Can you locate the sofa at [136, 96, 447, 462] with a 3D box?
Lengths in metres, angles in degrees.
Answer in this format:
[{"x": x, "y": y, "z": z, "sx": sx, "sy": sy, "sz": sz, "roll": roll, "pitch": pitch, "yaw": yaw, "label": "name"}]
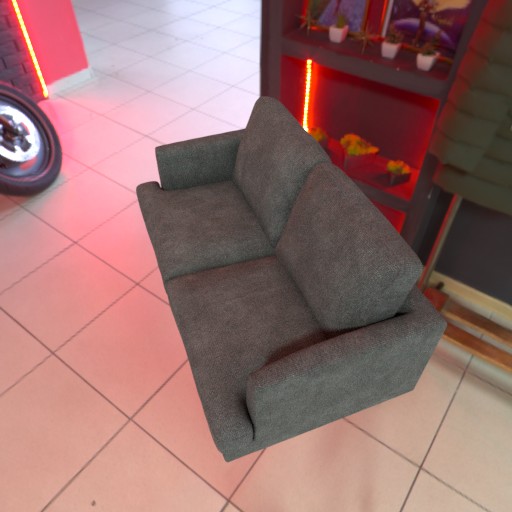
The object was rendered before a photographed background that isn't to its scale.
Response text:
[{"x": 0.000, "y": 0.000, "z": 2.132, "sx": 0.903, "sy": 0.956, "sz": 1.582, "roll": -15, "pitch": 48, "yaw": -14, "label": "sofa"}]
